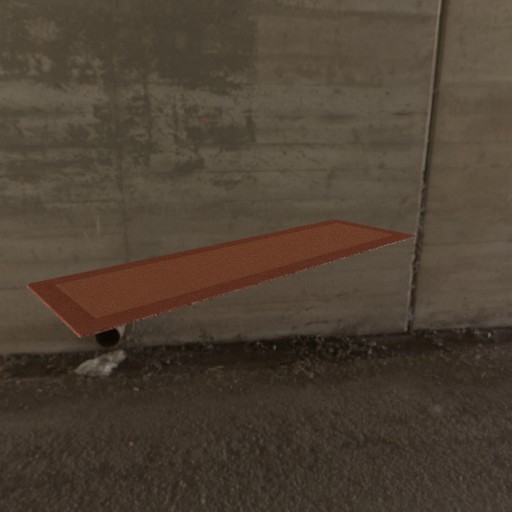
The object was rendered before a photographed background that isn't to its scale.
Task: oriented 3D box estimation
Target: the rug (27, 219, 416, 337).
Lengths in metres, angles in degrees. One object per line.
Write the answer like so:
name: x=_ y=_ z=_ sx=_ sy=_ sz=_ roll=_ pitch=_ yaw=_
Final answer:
rug: x=0.000 y=0.000 z=2.730 sx=2.471 sy=0.013 sz=0.914 roll=-16 pitch=23 yaw=-42
